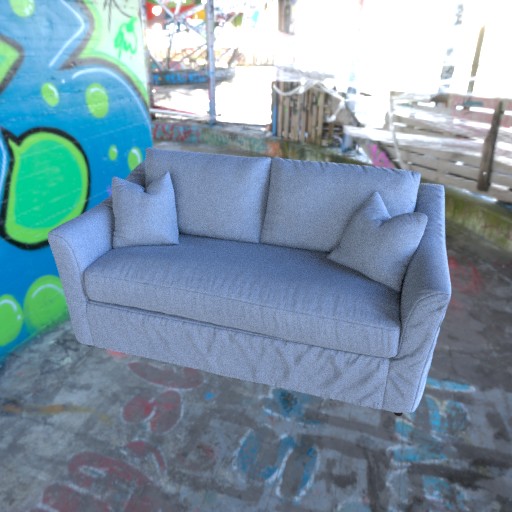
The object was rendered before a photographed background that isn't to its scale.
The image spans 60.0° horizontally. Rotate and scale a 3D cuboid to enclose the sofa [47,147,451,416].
[{"bbox_3d":[0.000,0.000,2.579,2.010,1.018,1.072,8,27,16],"label":"sofa"}]
